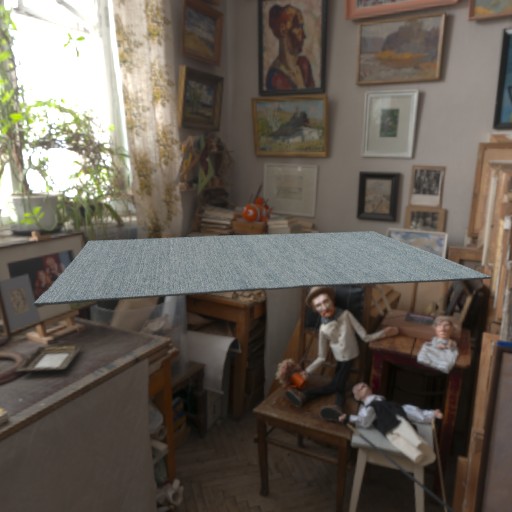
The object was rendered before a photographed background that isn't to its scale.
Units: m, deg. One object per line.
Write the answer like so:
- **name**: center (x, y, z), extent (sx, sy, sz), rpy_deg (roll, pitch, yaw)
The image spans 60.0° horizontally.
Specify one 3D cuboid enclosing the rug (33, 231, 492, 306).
- **rug**: center (0.000, 0.000, 2.296), extent (1.853, 0.022, 1.174), rpy_deg (-2, 13, -10)
